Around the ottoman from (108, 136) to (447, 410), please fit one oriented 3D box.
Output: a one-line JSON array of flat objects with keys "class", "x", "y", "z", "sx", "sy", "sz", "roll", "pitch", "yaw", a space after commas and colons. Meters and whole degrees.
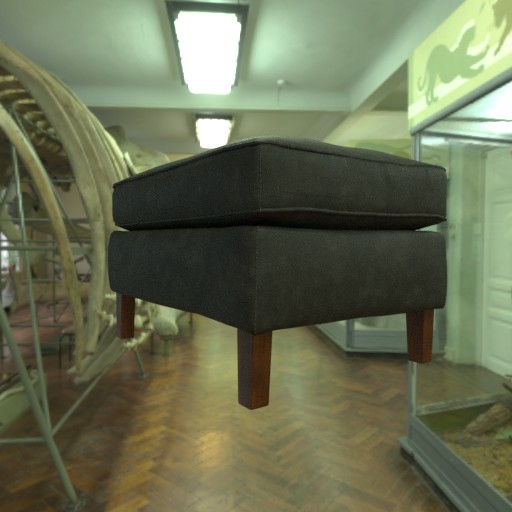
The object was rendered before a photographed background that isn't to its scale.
[{"class": "ottoman", "x": 0.000, "y": 0.000, "z": 0.991, "sx": 0.501, "sy": 0.413, "sz": 0.665, "roll": -1, "pitch": 3, "yaw": -35}]
